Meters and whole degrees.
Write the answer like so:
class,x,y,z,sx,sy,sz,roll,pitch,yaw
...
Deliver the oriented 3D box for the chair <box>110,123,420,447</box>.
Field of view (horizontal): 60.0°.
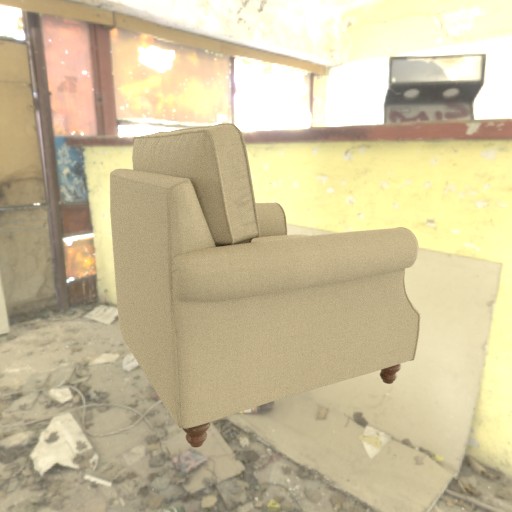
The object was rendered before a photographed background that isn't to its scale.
class,x,y,z,sx,sy,sz,roll,pitch,yaw
chair,0.000,0.000,1.764,0.966,0.967,1.029,-7,15,-28
